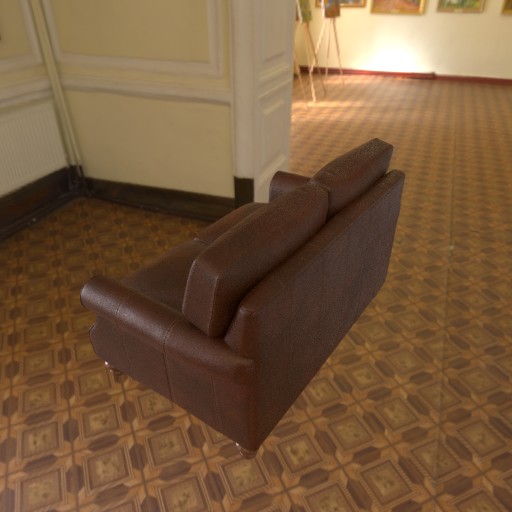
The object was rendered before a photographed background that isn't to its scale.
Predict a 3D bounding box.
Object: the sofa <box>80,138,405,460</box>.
[{"bbox_3d":[0.000,0.000,2.268,0.990,0.976,1.616,20,37,29],"label":"sofa"}]
